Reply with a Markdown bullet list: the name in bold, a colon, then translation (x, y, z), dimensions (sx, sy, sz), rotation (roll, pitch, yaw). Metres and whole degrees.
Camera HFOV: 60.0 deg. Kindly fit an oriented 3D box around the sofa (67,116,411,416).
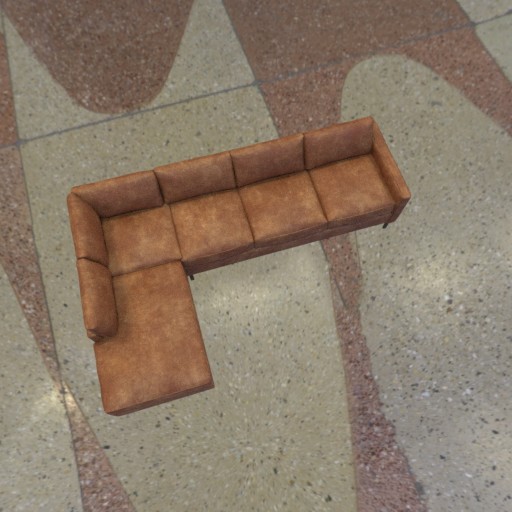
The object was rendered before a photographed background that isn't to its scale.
- **sofa**: translation (0.000, 0.000, 3.945), dimensions (2.984, 0.877, 1.938), rotation (-15, 68, -6)
